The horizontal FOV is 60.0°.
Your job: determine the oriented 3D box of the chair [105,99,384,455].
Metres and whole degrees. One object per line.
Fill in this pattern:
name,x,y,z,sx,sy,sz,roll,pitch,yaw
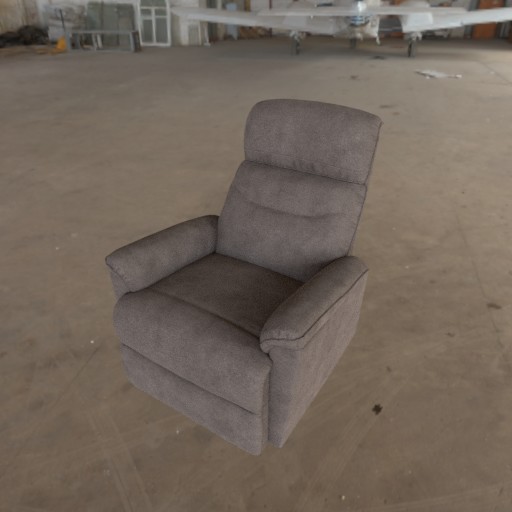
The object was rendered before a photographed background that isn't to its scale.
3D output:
chair,0.000,0.000,1.753,0.830,1.036,1.009,18,35,28
